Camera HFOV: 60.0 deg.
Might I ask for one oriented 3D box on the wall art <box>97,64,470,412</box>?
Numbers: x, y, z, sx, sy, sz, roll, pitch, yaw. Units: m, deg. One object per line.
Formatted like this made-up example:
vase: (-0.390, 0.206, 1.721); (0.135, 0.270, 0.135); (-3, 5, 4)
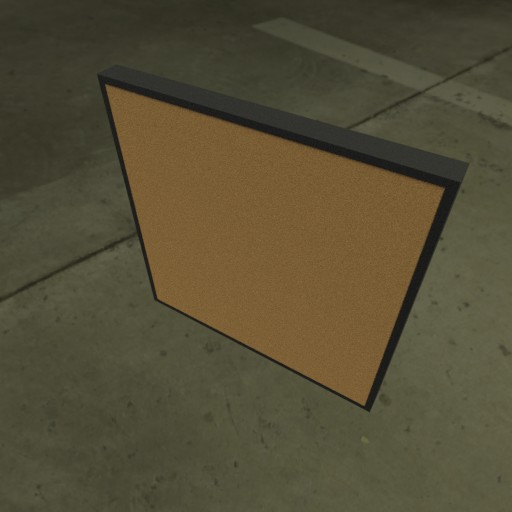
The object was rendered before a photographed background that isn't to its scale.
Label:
wall art: (0.000, 0.000, 0.734); (0.509, 0.509, 0.040); (23, 49, 21)
